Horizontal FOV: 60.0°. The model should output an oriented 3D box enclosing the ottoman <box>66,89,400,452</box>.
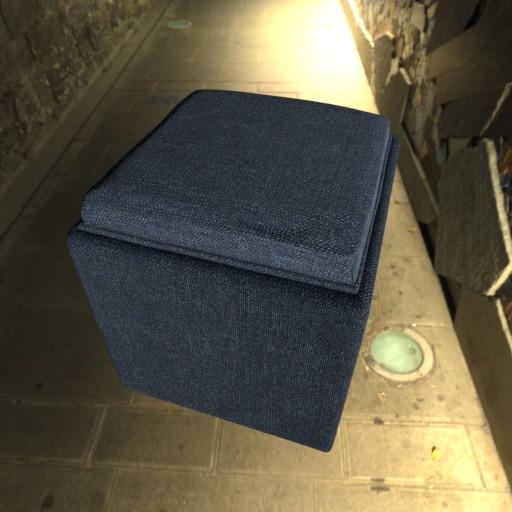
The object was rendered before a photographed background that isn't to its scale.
[{"bbox_3d":[0.000,0.000,0.852,0.436,0.493,0.454,13,45,13],"label":"ottoman"}]
